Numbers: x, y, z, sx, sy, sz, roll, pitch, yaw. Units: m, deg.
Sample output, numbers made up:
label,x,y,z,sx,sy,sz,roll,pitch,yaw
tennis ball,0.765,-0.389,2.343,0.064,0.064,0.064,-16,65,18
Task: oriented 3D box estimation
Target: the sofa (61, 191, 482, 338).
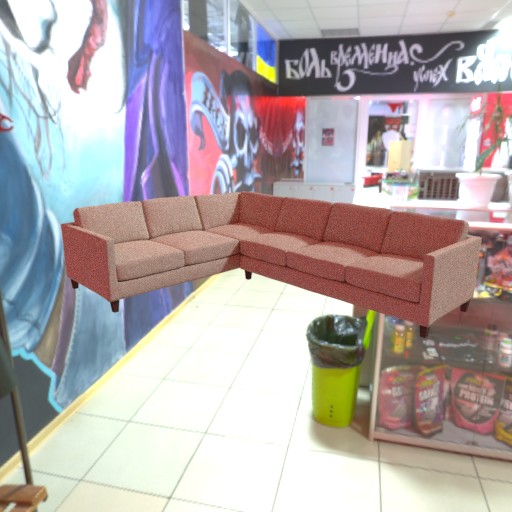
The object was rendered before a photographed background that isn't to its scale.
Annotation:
label,x,y,z,sx,sy,sz,roll,pitch,yaw
sofa,0.000,0.000,4.210,2.432,0.863,3.182,-14,20,-42
